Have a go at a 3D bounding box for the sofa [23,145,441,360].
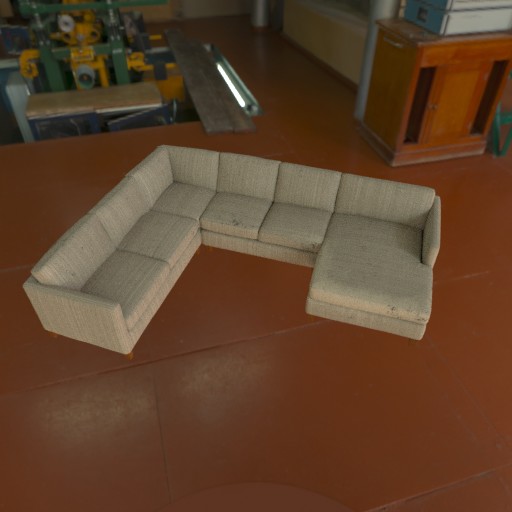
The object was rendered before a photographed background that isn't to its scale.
[{"bbox_3d":[0.000,0.000,4.495,3.460,0.961,2.594,12,43,13],"label":"sofa"}]
